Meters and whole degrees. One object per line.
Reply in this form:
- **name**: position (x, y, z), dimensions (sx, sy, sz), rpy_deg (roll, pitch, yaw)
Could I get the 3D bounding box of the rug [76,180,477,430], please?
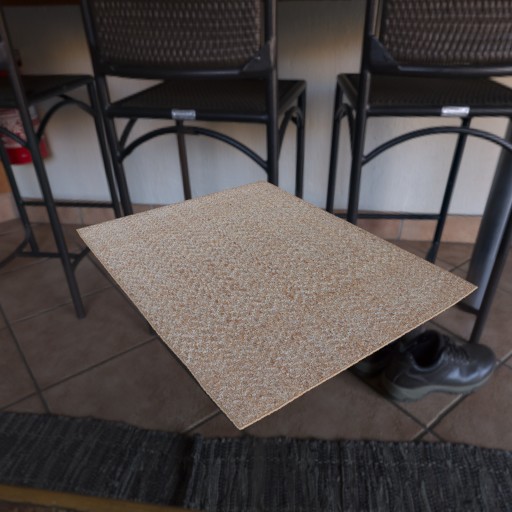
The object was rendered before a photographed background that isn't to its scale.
- **rug**: position (0.000, 0.000, 4.149), dimensions (2.439, 0.013, 3.048), rpy_deg (-20, 36, -30)
